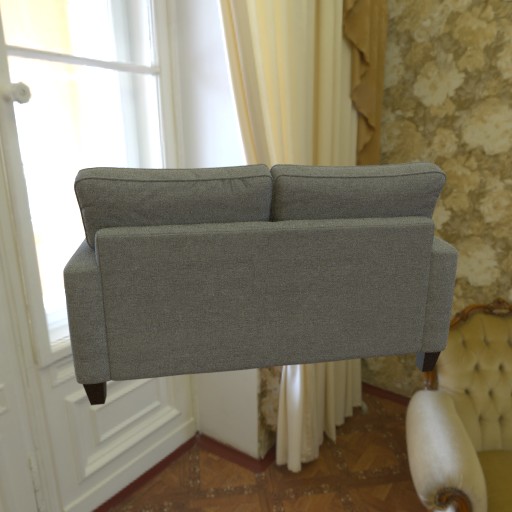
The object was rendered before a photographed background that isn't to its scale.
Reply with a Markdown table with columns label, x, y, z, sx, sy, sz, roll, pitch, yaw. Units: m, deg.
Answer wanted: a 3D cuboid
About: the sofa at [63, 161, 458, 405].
| label | x | y | z | sx | sy | sz | roll | pitch | yaw |
| --- | --- | --- | --- | --- | --- | --- | --- | --- | --- |
| sofa | 0.000 | 0.000 | 2.241 | 1.651 | 0.965 | 0.965 | -3 | 16 | -10 |
